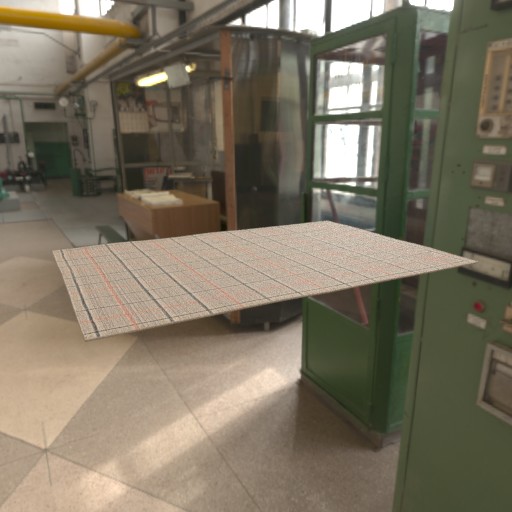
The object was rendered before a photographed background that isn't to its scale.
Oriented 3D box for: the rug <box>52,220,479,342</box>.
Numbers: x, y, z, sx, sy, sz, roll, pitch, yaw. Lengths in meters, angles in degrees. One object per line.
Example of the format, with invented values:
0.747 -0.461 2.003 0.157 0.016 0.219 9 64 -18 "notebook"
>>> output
0.000 0.000 2.276 1.829 0.013 1.220 -8 17 -27 "rug"
